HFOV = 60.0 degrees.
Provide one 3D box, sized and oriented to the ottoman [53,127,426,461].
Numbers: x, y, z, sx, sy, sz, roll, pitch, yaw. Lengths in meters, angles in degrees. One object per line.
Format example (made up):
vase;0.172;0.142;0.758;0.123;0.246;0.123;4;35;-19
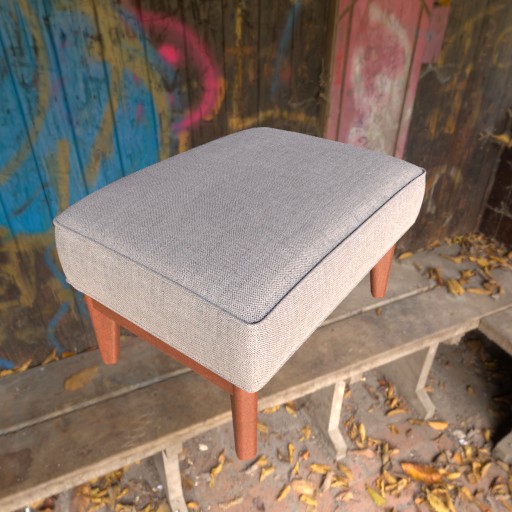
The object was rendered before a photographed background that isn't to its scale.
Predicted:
ottoman;0.000;0.000;1.095;0.555;0.458;0.750;22;39;30
